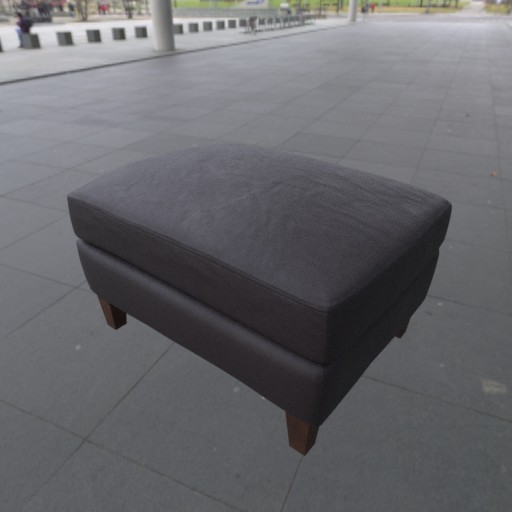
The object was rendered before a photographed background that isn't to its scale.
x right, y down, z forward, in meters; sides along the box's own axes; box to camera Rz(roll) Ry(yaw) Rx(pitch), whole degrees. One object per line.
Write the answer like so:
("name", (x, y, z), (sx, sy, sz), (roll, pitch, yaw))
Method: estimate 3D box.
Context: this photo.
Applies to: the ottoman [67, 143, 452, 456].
("ottoman", (0.000, 0.000, 1.282), (0.887, 0.529, 0.659), (22, 36, 33))
